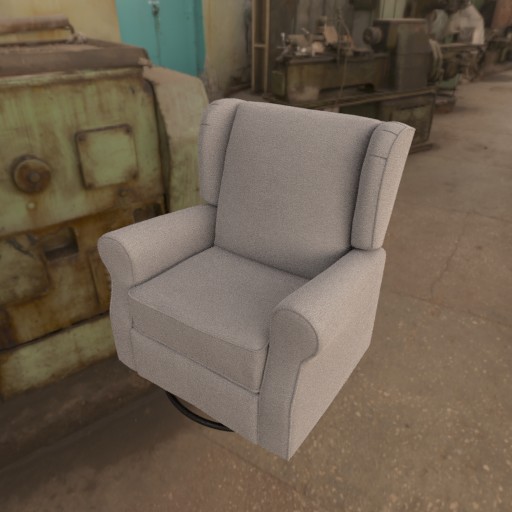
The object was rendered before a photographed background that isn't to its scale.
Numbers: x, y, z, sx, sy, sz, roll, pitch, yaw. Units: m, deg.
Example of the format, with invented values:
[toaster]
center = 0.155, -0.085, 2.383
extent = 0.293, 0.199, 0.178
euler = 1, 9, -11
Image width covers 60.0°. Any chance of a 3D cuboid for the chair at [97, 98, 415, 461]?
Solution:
[chair]
center = 0.000, 0.000, 1.666
extent = 0.906, 0.966, 0.854
euler = 19, 36, 29
